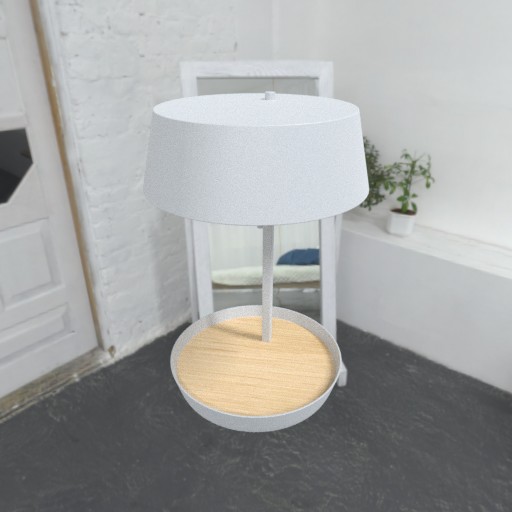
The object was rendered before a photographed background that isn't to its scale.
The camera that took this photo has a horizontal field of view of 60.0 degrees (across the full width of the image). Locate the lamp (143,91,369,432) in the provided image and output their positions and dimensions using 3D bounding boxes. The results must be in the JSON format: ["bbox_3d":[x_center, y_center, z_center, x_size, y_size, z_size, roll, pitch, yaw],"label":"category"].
[{"bbox_3d":[0.000,0.000,0.634,0.291,0.429,0.291,0,27,0],"label":"lamp"}]
